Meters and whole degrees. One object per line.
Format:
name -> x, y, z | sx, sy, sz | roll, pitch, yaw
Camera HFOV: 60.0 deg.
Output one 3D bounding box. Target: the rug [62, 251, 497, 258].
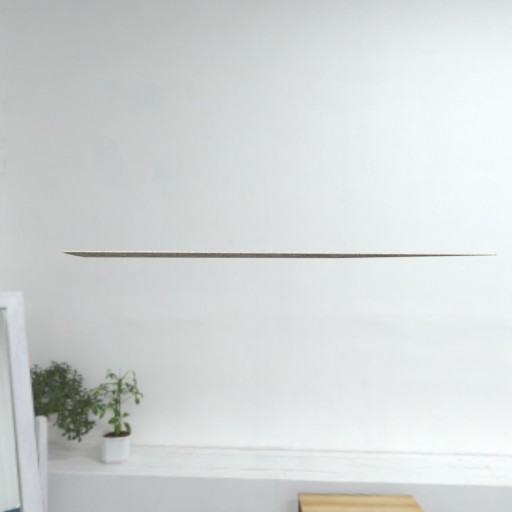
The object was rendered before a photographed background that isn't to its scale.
rug -> 0.000, 0.000, 3.919 | 2.977, 0.008, 2.380 | 0, -1, -19
